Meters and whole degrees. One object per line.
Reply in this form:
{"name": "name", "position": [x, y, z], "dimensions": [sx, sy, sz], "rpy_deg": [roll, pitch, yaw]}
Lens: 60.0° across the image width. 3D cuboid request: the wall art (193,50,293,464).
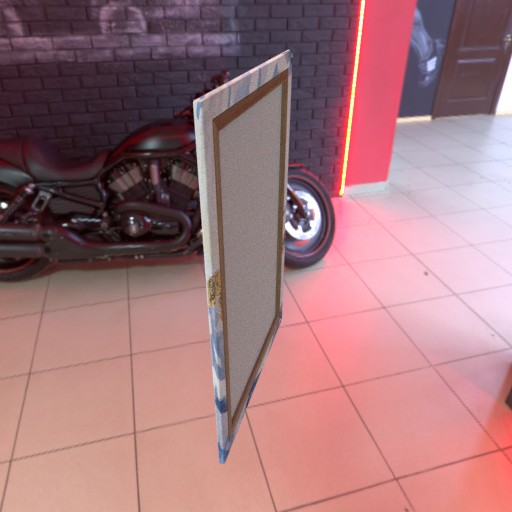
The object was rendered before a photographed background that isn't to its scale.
{"name": "wall art", "position": [0.000, 0.000, 1.158], "dimensions": [0.016, 0.914, 0.610], "rpy_deg": [9, 33, 14]}
